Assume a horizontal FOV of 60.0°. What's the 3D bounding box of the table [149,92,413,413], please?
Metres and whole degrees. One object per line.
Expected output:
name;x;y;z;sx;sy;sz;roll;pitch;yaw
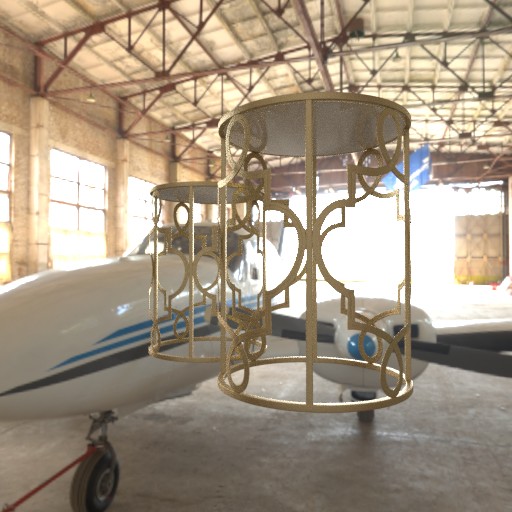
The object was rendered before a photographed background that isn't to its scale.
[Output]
table;0.000;0.000;1.160;0.420;0.564;0.846;1;-2;-36
